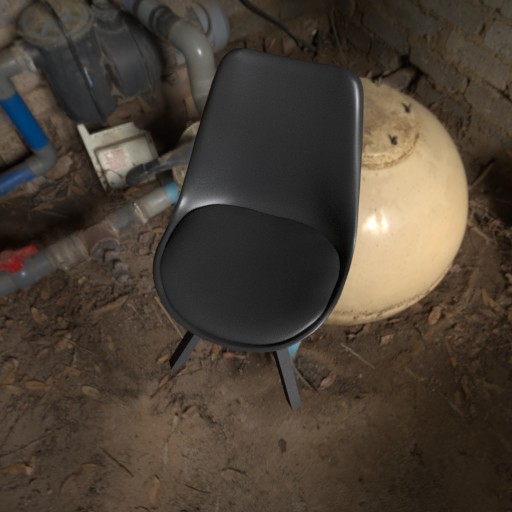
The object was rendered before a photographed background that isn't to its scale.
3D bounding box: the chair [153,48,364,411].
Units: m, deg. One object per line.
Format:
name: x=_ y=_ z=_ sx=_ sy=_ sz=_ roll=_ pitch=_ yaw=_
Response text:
chair: x=0.000 y=0.000 z=1.178 sx=0.485 sy=0.850 sz=0.530 roll=16 pitch=59 yaw=10
